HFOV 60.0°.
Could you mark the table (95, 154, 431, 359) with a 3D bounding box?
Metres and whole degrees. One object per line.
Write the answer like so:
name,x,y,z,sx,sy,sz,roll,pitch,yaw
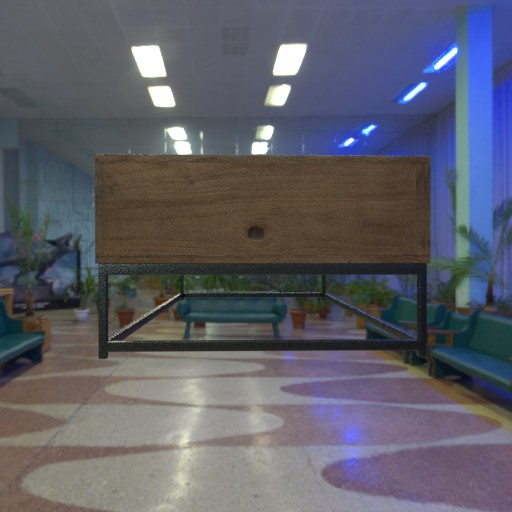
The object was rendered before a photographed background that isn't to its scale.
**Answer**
table,0.000,0.000,1.408,0.655,0.395,1.101,0,0,-2
